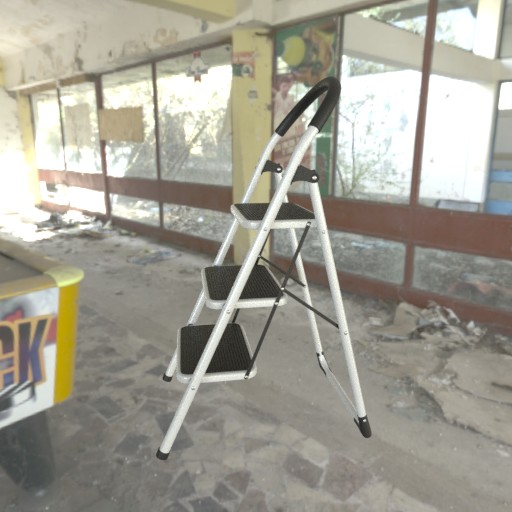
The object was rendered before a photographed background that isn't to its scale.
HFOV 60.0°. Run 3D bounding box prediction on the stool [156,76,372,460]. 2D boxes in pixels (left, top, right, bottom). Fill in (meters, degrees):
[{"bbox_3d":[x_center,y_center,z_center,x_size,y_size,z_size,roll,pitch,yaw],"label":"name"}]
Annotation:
[{"bbox_3d":[0.000,0.000,1.456,0.676,1.109,0.485,-2,14,-9],"label":"stool"}]
